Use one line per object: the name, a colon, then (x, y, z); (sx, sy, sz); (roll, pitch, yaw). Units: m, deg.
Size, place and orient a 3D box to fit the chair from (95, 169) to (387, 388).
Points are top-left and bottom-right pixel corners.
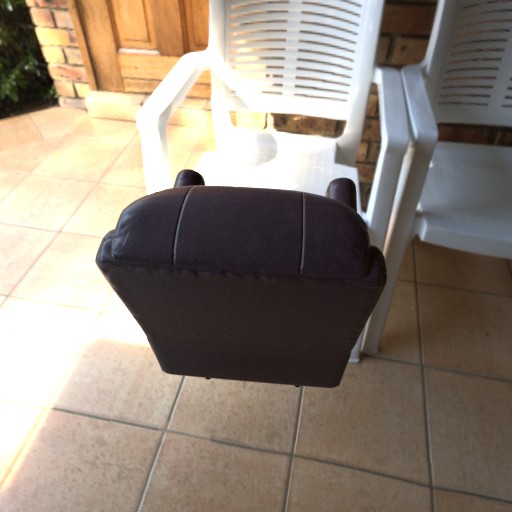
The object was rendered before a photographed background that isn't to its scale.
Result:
chair: (0.000, 0.000, 1.766); (0.838, 1.054, 1.014); (4, 45, 4)
